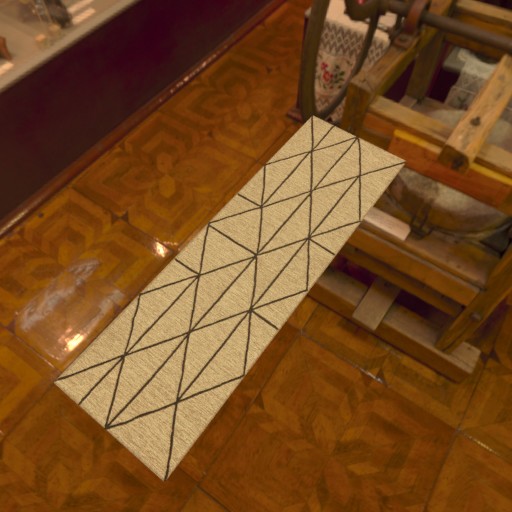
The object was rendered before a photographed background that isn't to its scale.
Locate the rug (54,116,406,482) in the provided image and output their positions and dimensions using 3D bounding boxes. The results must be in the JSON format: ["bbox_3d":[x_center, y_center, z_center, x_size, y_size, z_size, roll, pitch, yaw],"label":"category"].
[{"bbox_3d":[0.000,0.000,2.646,0.762,0.012,2.438,32,64,18],"label":"rug"}]
